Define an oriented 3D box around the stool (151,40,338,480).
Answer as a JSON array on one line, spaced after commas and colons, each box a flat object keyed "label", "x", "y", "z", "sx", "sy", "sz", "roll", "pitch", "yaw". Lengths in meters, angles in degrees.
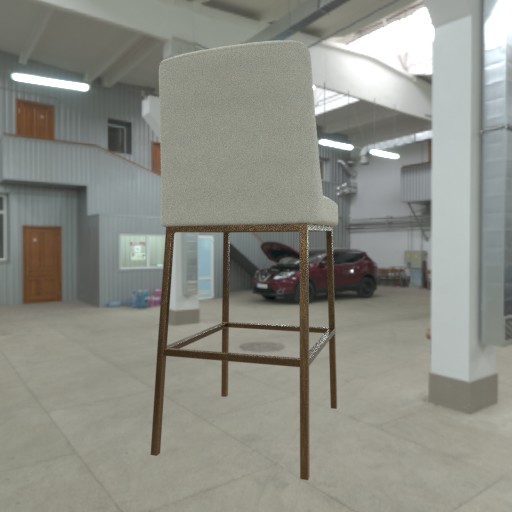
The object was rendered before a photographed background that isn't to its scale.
[{"label": "stool", "x": 0.000, "y": 0.000, "z": 1.387, "sx": 0.462, "sy": 1.084, "sz": 0.546, "roll": 0, "pitch": 1, "yaw": 18}]
